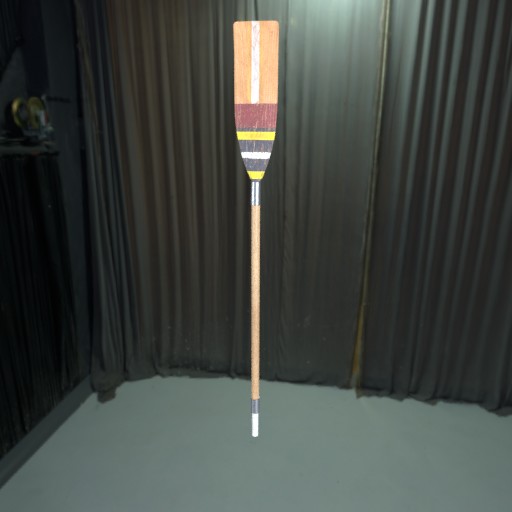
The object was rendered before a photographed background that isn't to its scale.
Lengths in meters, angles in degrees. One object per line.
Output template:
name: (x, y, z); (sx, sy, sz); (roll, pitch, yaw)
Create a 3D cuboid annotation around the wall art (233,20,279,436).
wall art: (0.000, 0.000, 1.628); (0.146, 1.556, 0.038); (3, 16, 9)
